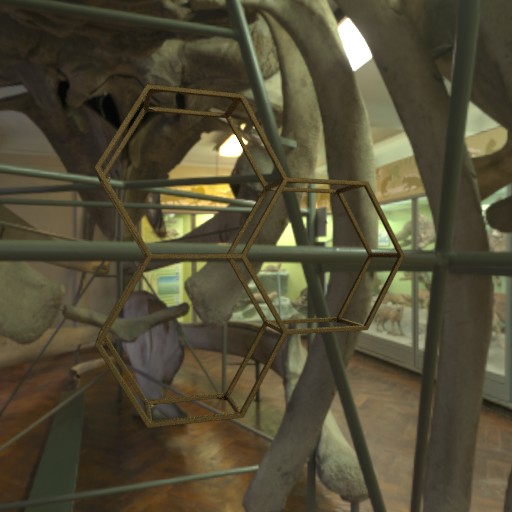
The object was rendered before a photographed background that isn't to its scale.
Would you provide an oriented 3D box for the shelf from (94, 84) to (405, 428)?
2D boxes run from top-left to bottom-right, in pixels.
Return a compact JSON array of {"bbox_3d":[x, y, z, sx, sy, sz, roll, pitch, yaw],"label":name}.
[{"bbox_3d":[0.000,0.000,1.044,0.708,0.701,0.150,0,0,-16],"label":"shelf"}]
